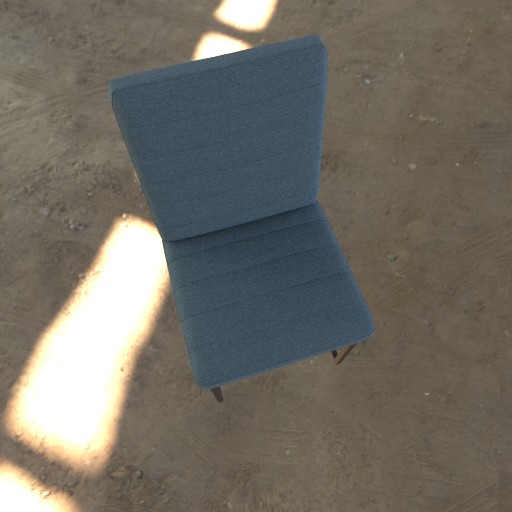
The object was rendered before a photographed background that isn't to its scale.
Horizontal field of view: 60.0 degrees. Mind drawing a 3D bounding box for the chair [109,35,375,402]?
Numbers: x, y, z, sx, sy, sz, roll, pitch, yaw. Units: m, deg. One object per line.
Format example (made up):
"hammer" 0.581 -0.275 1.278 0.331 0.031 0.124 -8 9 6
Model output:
"chair" 0.000 0.000 1.298 0.520 0.930 0.634 -16 66 -7
